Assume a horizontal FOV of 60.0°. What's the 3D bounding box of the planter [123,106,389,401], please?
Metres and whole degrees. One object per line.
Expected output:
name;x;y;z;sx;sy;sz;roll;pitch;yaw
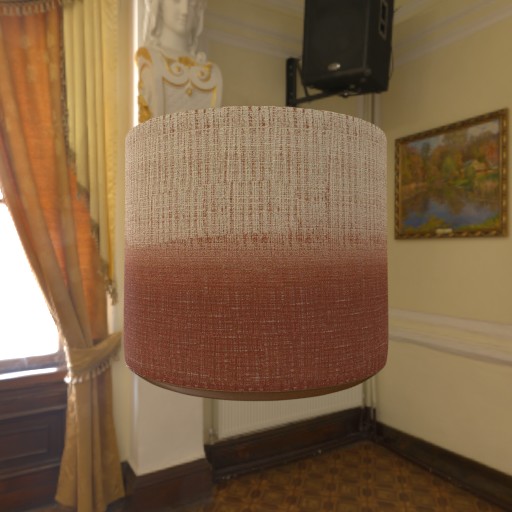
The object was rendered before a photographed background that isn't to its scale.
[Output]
planter;0.000;0.000;0.442;0.254;0.221;0.254;0;1;0
